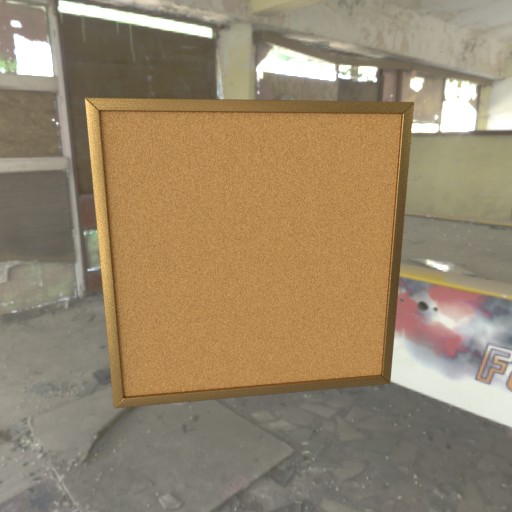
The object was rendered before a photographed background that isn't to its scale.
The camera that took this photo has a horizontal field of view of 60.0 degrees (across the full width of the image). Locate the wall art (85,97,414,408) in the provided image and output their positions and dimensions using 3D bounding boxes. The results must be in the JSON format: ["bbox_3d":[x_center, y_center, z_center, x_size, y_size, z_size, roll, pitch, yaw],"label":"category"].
[{"bbox_3d":[0.000,0.000,0.461,0.305,0.305,0.037,-2,15,-9],"label":"wall art"}]
